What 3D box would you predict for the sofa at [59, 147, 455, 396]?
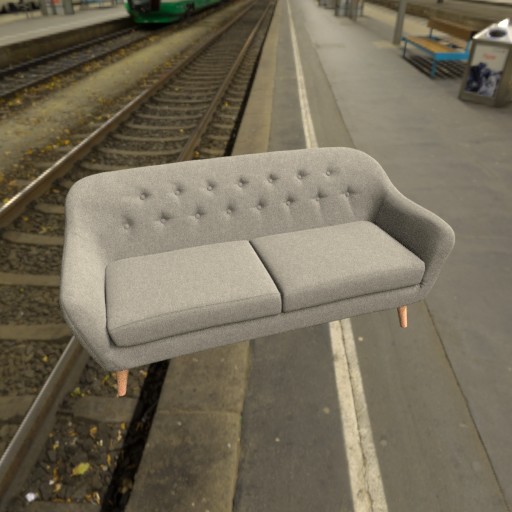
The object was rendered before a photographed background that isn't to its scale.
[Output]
[{"bbox_3d":[0.000,0.000,2.299,1.840,0.820,0.820,-10,33,-15],"label":"sofa"}]
